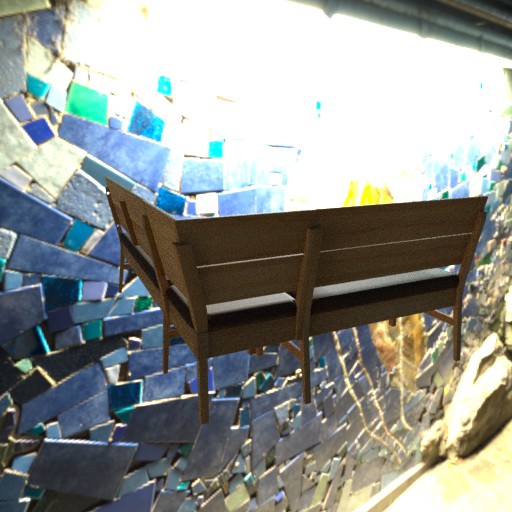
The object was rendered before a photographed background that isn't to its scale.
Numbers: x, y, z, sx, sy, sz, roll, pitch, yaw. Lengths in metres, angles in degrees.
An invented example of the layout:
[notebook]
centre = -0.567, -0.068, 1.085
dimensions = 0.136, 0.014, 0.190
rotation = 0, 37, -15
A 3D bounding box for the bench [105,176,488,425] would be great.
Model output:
[bench]
centre = 0.000, 0.000, 2.777
dimensions = 1.549, 0.890, 1.975
rotation = -7, 17, -25
